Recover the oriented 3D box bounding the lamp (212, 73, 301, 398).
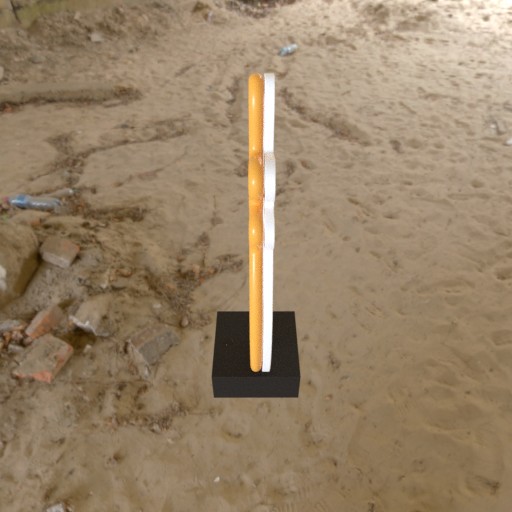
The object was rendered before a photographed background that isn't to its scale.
[{"bbox_3d":[0.000,0.000,0.394,0.088,0.317,0.167,0,41,0],"label":"lamp"}]
